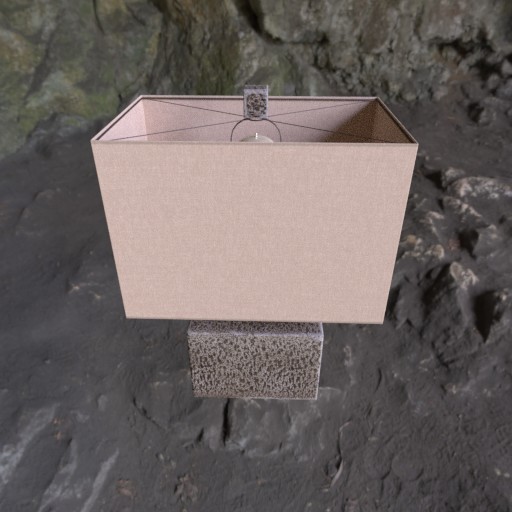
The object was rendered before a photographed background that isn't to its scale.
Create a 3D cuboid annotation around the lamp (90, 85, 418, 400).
[{"bbox_3d":[0.000,0.000,0.567,0.294,0.411,0.180,1,32,2],"label":"lamp"}]
